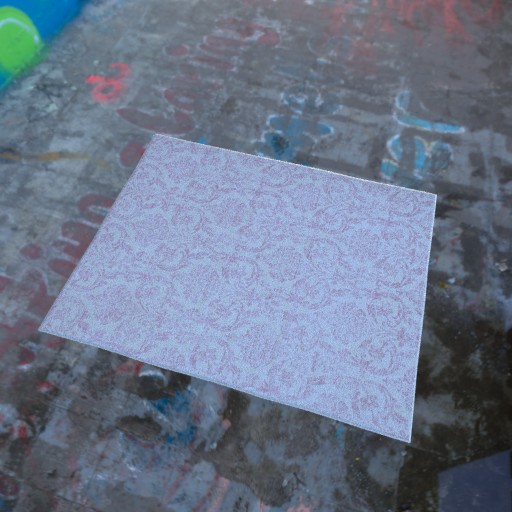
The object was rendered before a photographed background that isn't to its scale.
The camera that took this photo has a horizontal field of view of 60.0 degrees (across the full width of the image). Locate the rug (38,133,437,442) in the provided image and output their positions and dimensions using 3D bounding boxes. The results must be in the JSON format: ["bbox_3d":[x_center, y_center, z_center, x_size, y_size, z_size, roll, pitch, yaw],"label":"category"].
[{"bbox_3d":[0.000,0.000,3.960,2.980,0.012,2.363,14,59,9],"label":"rug"}]
